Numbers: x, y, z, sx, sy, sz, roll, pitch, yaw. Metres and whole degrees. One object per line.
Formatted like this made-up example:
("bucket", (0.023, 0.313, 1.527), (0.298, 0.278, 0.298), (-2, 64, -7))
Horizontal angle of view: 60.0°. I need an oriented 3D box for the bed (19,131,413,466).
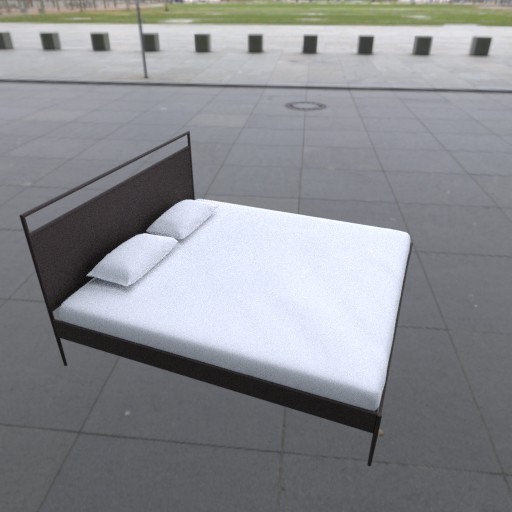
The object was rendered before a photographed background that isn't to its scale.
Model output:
("bed", (0.000, 0.000, 3.300), (2.151, 1.173, 1.993), (11, 32, 18))
